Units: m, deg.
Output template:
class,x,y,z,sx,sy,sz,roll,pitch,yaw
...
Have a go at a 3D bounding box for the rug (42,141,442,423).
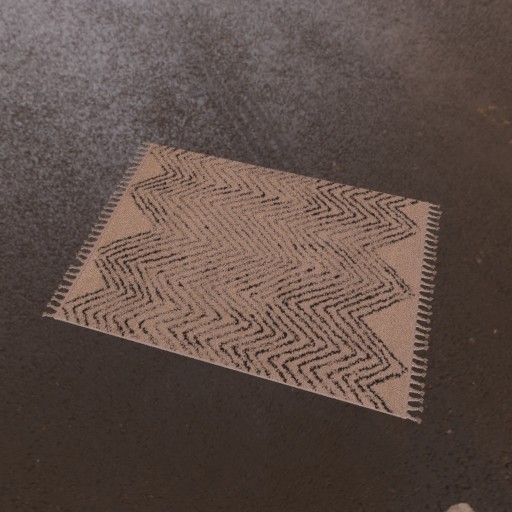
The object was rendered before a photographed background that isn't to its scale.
class,x,y,z,sx,sy,sz,roll,pitch,yaw
rug,0.000,0.000,2.332,1.847,0.014,1.230,14,60,8
